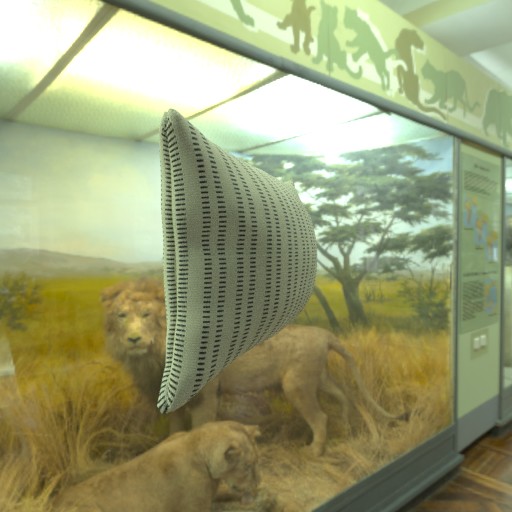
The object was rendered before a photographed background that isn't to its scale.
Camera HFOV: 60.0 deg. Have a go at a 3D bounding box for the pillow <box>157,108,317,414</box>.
[{"bbox_3d":[0.000,0.000,0.806,0.210,0.353,0.640,0,1,17],"label":"pillow"}]
